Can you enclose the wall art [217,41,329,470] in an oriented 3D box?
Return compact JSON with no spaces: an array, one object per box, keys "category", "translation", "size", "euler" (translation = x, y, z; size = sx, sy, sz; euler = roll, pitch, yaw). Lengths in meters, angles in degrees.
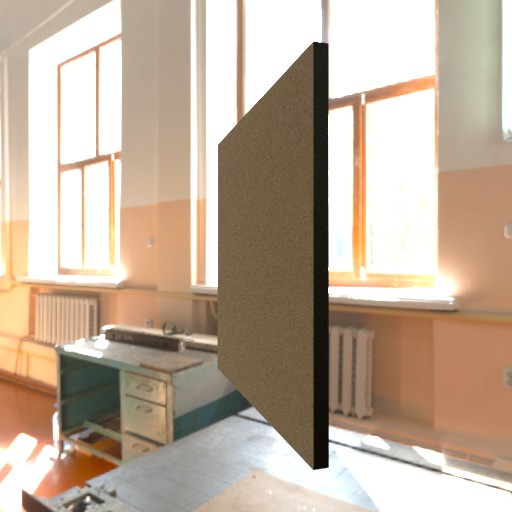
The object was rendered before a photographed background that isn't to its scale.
[{"category":"wall art","translation":[0.000,0.000,1.172],"size":[0.031,0.775,0.773],"euler":[0,0,-18]}]
